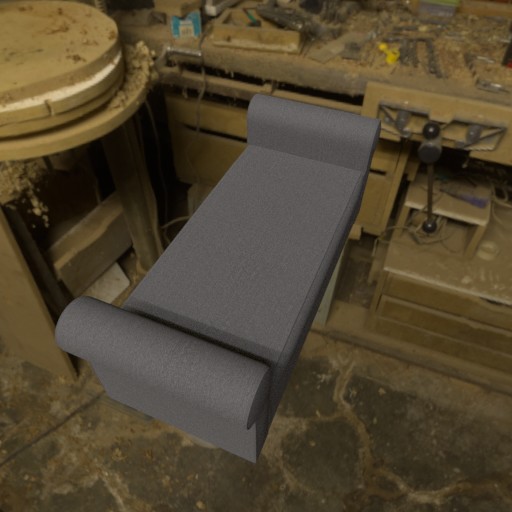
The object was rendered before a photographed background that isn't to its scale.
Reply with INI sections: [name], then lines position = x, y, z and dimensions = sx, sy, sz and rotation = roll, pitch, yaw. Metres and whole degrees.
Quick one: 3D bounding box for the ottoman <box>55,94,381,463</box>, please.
[ottoman]
position = 0.000, 0.000, 1.536
dimensions = 0.521, 0.547, 1.256
rotation = 18, 50, 16
